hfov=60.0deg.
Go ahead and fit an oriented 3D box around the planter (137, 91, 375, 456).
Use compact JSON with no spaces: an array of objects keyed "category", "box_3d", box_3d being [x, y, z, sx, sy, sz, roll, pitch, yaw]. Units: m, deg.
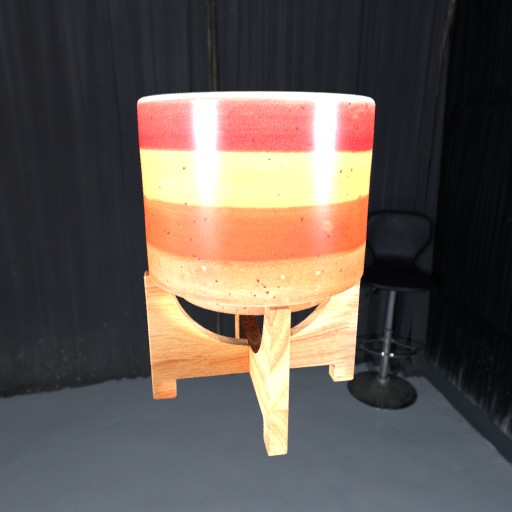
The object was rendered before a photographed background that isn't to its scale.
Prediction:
[{"category":"planter","box_3d":[0.000,0.000,0.403,0.199,0.268,0.199,0,16,0]}]
